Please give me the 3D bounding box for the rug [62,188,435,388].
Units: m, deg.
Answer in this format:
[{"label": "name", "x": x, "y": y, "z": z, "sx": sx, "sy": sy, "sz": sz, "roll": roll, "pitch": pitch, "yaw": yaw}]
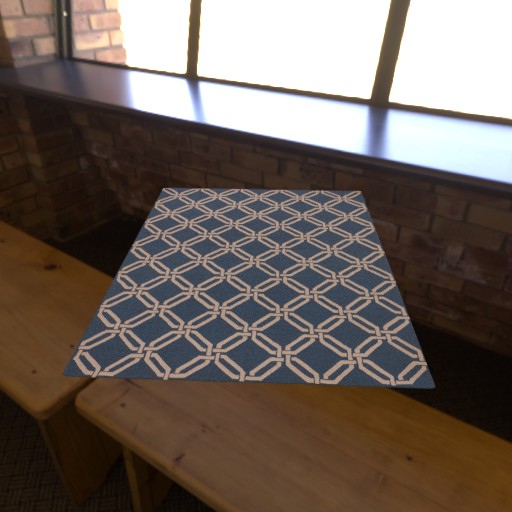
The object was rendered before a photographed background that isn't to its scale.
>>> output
[{"label": "rug", "x": 0.000, "y": 0.000, "z": 3.888, "sx": 2.277, "sy": 0.020, "sz": 2.867, "roll": 1, "pitch": 32, "yaw": 2}]
